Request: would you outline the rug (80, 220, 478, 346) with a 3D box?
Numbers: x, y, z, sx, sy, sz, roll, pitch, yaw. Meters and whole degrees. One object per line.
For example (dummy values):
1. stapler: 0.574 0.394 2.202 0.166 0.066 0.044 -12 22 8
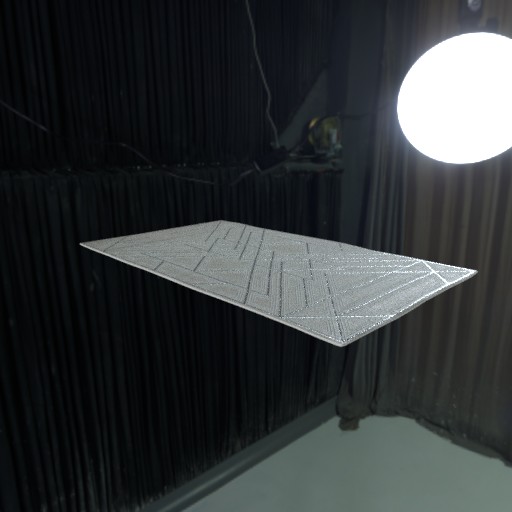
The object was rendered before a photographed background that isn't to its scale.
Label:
1. rug: 0.000 0.000 1.087 0.511 0.008 0.869 -14 20 -42
